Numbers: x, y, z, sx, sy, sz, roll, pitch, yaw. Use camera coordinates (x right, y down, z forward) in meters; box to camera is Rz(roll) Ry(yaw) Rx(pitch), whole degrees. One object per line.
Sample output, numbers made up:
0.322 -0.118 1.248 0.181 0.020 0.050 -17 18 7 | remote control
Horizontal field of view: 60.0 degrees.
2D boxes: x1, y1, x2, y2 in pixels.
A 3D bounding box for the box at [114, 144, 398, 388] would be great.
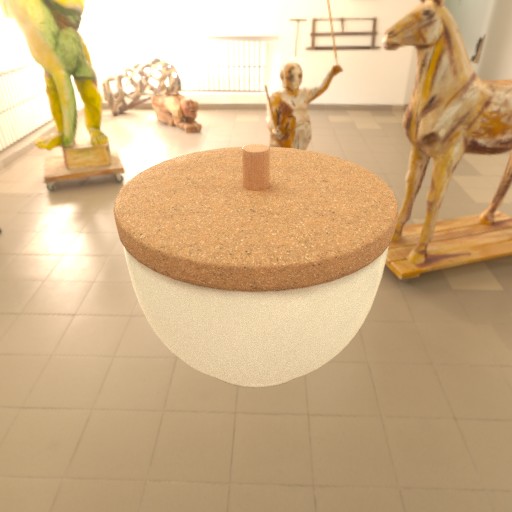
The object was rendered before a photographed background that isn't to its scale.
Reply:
0.000 0.000 0.188 0.107 0.094 0.107 0 32 0 | box
